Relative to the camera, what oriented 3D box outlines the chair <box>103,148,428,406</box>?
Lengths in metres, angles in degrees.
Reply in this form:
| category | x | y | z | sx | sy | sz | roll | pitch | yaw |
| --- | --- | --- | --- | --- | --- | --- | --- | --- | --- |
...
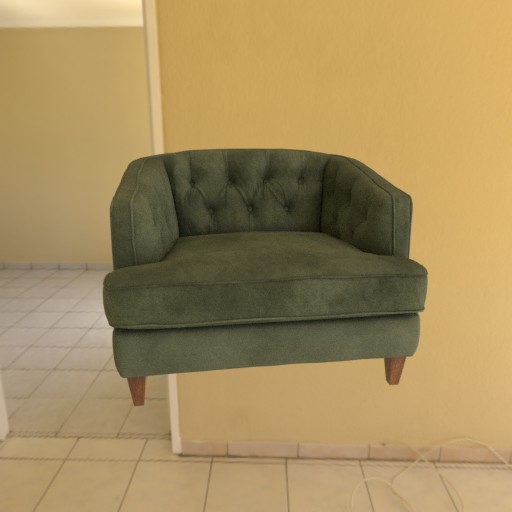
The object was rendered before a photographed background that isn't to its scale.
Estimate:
| category | x | y | z | sx | sy | sz | roll | pitch | yaw |
| --- | --- | --- | --- | --- | --- | --- | --- | --- | --- |
| chair | 0.000 | 0.000 | 1.858 | 1.104 | 0.852 | 0.941 | -2 | 15 | -8 |
